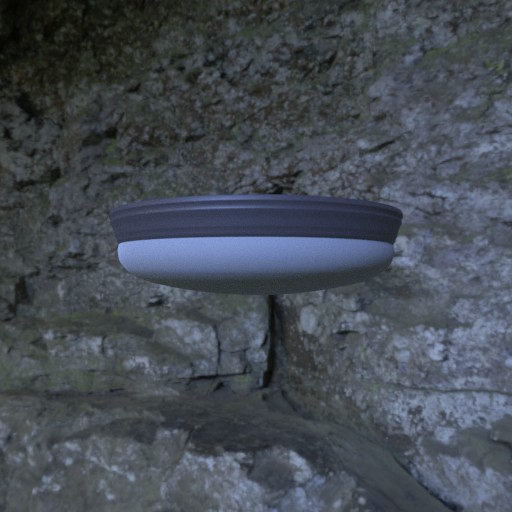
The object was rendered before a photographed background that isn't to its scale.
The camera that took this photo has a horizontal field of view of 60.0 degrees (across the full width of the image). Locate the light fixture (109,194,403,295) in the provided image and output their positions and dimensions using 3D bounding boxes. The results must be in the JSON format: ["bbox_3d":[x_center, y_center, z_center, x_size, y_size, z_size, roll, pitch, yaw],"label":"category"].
[{"bbox_3d":[0.000,0.000,0.582,0.368,0.100,0.368,0,-2,0],"label":"light fixture"}]
